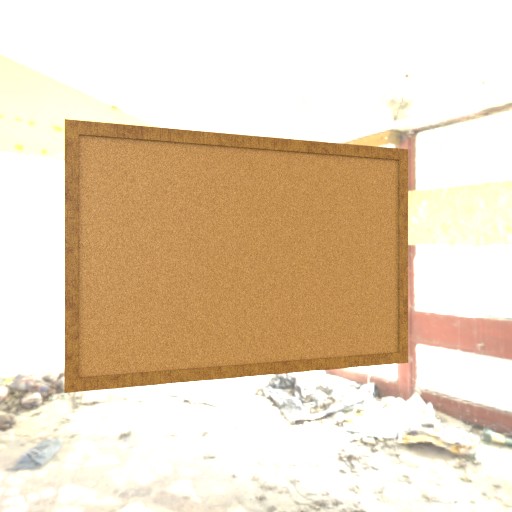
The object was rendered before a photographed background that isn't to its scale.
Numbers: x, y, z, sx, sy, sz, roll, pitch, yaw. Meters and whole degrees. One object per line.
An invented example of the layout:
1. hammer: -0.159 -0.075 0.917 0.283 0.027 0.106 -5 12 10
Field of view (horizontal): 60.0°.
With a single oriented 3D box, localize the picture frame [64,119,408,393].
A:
1. picture frame: 0.000 0.000 1.160 0.922 0.621 0.029 0 0 -18
